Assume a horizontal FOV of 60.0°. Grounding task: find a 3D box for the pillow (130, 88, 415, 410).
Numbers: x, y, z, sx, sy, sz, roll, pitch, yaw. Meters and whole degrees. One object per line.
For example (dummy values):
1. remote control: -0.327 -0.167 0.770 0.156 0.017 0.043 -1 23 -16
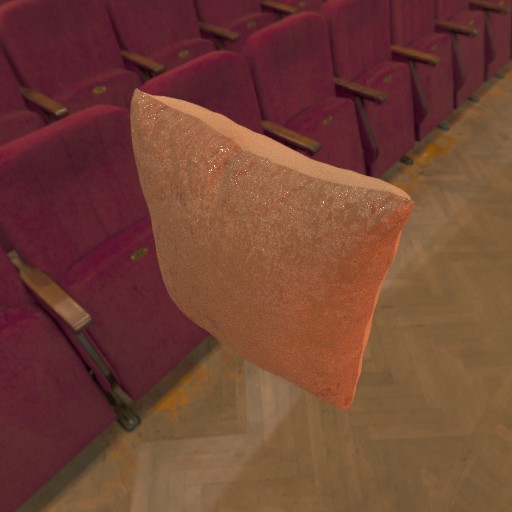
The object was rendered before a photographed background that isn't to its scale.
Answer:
1. pillow: 0.000 0.000 0.720 0.450 0.448 0.245 31 53 27
